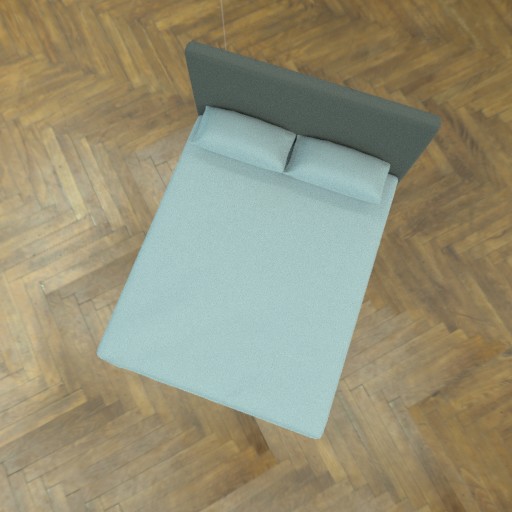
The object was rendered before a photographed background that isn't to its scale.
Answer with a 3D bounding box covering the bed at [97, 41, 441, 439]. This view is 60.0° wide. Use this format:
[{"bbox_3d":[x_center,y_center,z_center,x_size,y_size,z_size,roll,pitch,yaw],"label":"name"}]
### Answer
[{"bbox_3d":[0.000,0.000,3.154,1.748,1.330,2.142,19,77,5],"label":"bed"}]
